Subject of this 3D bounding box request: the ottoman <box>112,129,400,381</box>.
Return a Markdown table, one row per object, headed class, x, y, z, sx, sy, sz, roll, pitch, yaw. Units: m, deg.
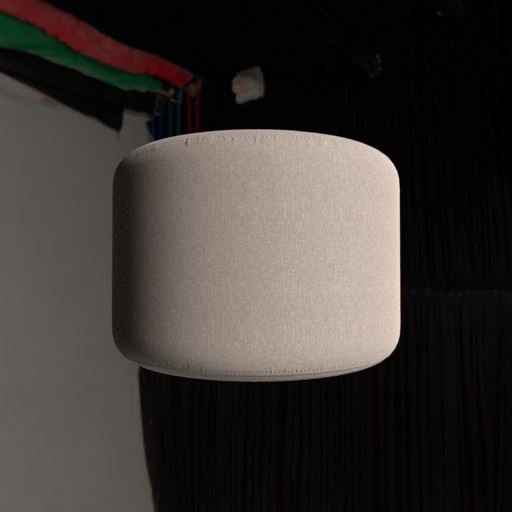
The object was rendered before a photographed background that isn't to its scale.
| class | x | y | z | sx | sy | sz | roll | pitch | yaw |
| --- | --- | --- | --- | --- | --- | --- | --- | --- | --- |
| ottoman | 0.000 | 0.000 | 0.985 | 0.608 | 0.433 | 0.608 | 0 | -1 | 0 |
